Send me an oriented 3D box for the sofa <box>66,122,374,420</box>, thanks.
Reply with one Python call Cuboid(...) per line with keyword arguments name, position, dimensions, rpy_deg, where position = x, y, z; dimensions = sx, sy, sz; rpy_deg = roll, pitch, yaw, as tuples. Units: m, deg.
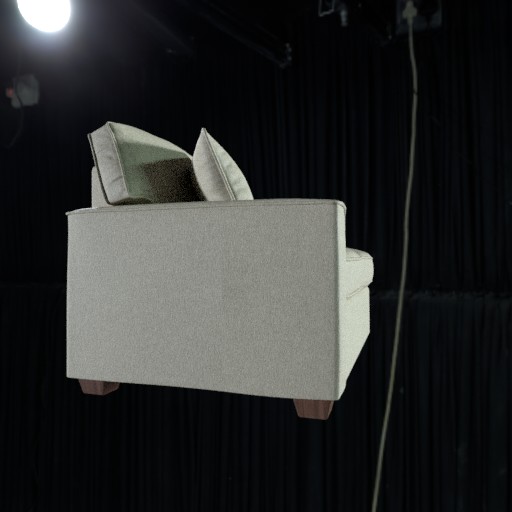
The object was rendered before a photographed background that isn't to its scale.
Cuboid(name="sofa", position=(0.000, 0.000, 2.065), dimensions=(0.991, 0.989, 1.388), rpy_deg=(0, -1, 18))
